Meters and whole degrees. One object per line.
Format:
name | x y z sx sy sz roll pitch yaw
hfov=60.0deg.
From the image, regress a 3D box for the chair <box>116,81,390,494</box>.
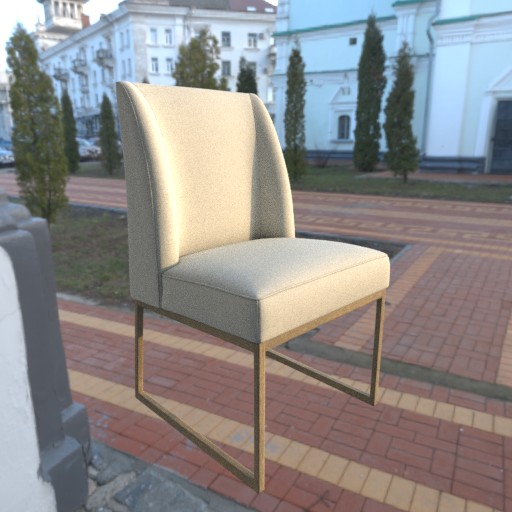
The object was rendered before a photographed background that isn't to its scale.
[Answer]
chair | 0.000 0.000 1.160 0.508 0.863 0.522 -14 20 -43
